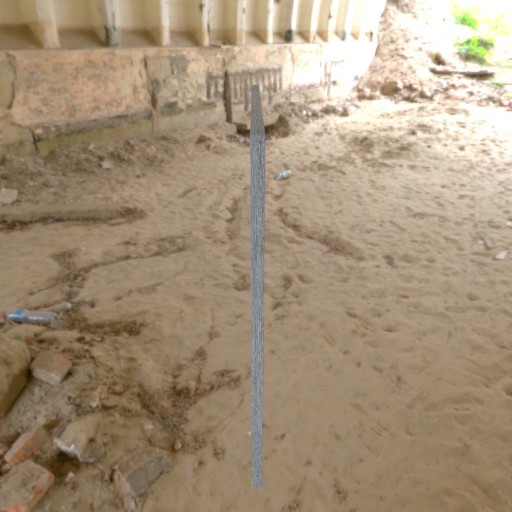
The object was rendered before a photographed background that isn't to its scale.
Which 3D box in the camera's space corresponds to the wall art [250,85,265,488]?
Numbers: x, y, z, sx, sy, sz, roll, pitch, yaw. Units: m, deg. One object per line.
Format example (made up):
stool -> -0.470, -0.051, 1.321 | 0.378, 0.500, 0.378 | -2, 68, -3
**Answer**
wall art -> 0.000, 0.000, 1.031 | 0.020, 0.685, 0.685 | 0, 26, 0
